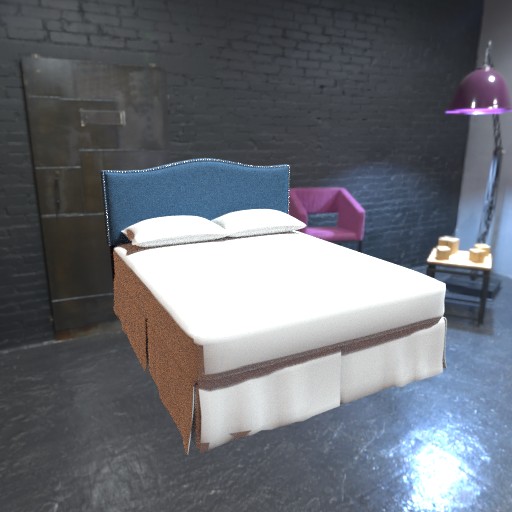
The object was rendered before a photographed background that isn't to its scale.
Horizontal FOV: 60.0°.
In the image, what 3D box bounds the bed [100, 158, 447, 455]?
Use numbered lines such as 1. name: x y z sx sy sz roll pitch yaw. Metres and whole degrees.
1. bed: 0.000 0.000 2.889 1.610 1.169 1.872 -8 17 -27
